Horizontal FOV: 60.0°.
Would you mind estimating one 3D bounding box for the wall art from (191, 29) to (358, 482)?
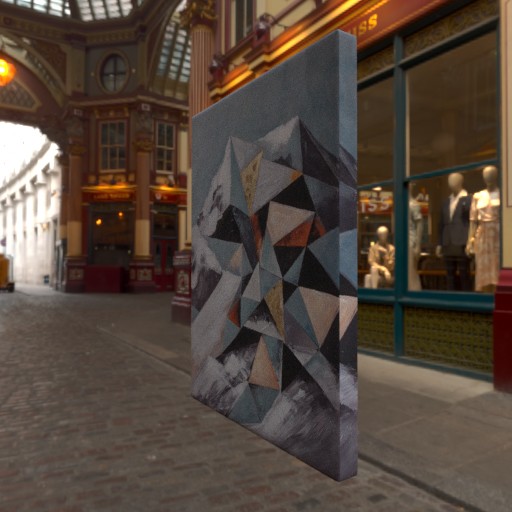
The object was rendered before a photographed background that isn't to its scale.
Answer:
[{"bbox_3d":[0.000,0.000,0.795,0.037,0.613,0.455,0,-1,-34],"label":"wall art"}]
